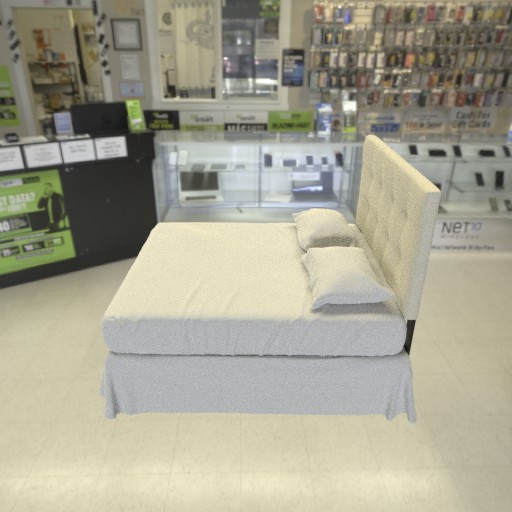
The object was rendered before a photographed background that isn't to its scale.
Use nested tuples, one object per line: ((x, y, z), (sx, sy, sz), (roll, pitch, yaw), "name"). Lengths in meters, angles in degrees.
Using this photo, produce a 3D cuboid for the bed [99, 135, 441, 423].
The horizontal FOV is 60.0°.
((0.000, 0.000, 3.475), (2.222, 1.577, 1.936), (0, 26, 1), "bed")
